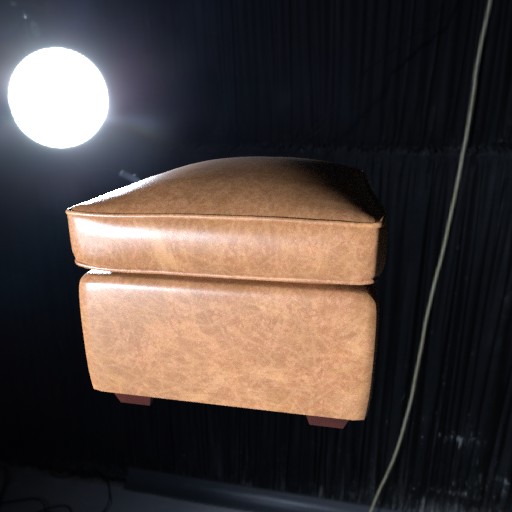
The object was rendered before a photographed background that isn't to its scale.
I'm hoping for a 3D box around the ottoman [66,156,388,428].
[{"bbox_3d":[0.000,0.000,1.111,0.554,0.468,0.756,3,17,10],"label":"ottoman"}]
